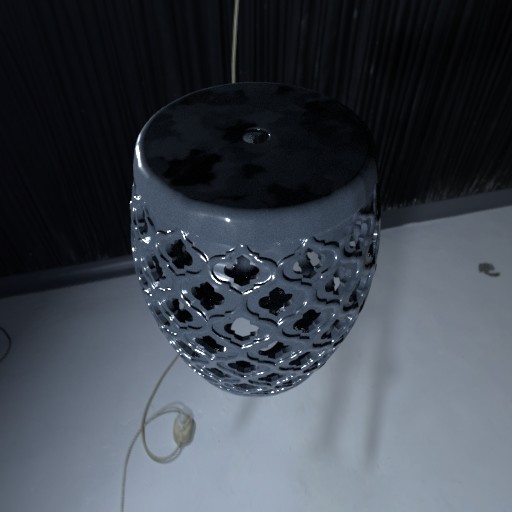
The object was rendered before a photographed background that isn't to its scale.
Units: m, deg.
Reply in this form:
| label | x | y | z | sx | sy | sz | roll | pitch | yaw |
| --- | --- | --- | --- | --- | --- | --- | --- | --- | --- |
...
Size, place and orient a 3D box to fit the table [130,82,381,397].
| label | x | y | z | sx | sy | sz | roll | pitch | yaw |
| --- | --- | --- | --- | --- | --- | --- | --- | --- | --- |
| table | 0.000 | 0.000 | 0.624 | 0.325 | 0.388 | 0.325 | 0 | 47 | 0 |
